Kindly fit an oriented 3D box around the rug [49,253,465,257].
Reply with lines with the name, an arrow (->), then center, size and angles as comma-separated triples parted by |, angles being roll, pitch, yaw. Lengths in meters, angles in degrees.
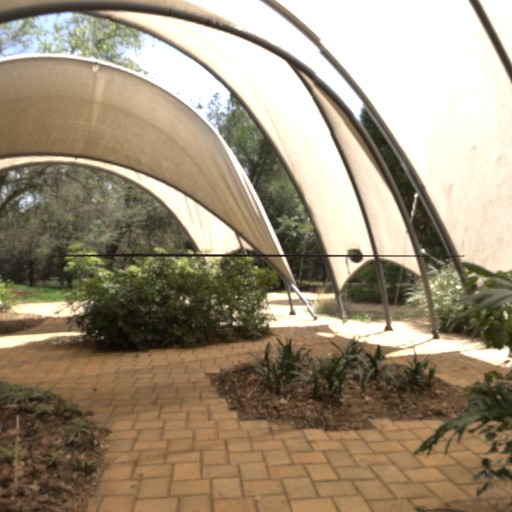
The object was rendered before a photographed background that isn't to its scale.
rug -> 0.000, 0.000, 2.923 | 2.232, 0.009, 1.630 | 0, 0, -36
